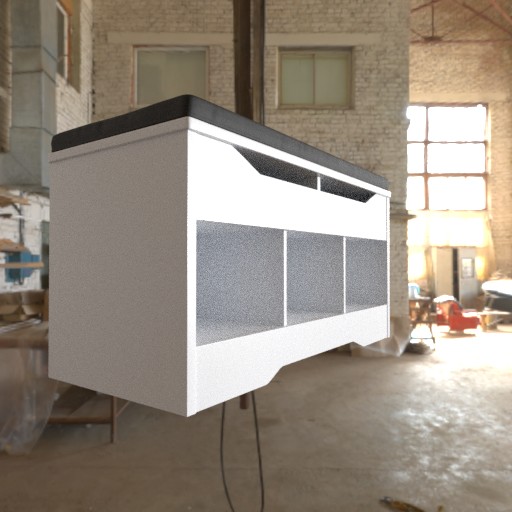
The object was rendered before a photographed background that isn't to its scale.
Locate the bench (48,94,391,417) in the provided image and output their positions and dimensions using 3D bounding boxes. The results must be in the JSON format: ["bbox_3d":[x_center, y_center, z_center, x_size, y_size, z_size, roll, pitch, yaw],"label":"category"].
[{"bbox_3d":[0.000,0.000,1.148,0.401,0.500,0.899,-1,-1,36],"label":"bench"}]
